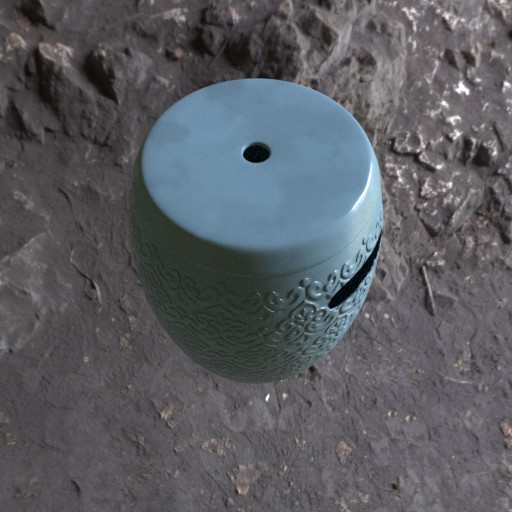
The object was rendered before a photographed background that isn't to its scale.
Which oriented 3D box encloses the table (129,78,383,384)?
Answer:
[{"bbox_3d":[0.000,0.000,0.605,0.309,0.397,0.309,0,59,0],"label":"table"}]
